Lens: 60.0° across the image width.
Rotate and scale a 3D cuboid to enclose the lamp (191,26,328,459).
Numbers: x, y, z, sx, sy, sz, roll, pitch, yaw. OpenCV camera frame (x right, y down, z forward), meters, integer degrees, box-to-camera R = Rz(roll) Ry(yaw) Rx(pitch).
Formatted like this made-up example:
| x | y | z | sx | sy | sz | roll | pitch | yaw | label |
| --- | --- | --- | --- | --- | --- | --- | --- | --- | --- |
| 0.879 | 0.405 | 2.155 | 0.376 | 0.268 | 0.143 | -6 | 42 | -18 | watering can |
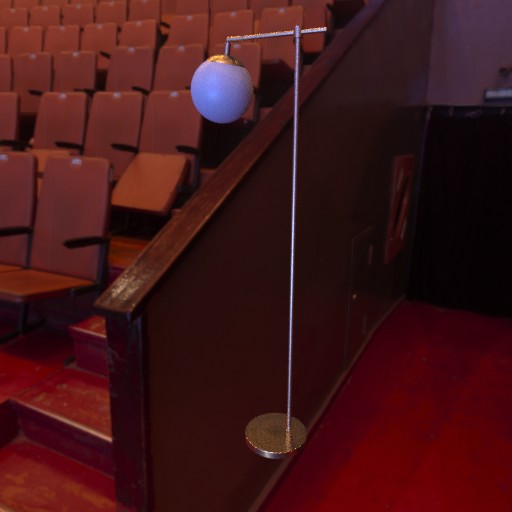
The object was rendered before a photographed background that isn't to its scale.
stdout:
| x | y | z | sx | sy | sz | roll | pitch | yaw | label |
| --- | --- | --- | --- | --- | --- | --- | --- | --- | --- |
| 0.000 | 0.000 | 1.633 | 0.476 | 1.505 | 0.249 | 8 | 17 | 25 | lamp |
